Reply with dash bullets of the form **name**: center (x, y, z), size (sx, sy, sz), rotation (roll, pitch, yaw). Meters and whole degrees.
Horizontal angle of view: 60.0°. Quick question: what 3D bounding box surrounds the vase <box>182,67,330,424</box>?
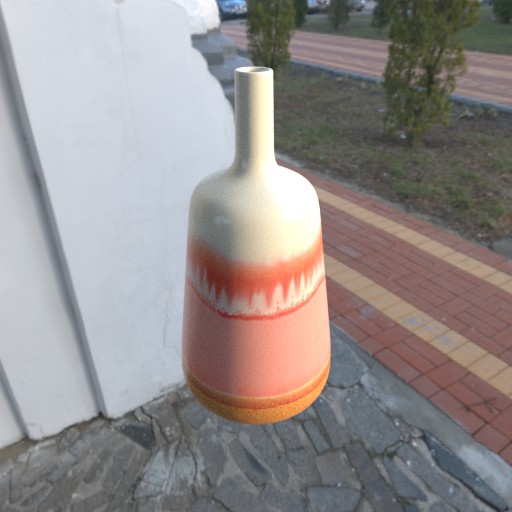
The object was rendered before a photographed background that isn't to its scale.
- **vase**: center (0.000, 0.000, 0.378), size (0.144, 0.296, 0.144), rotation (0, 31, 0)
